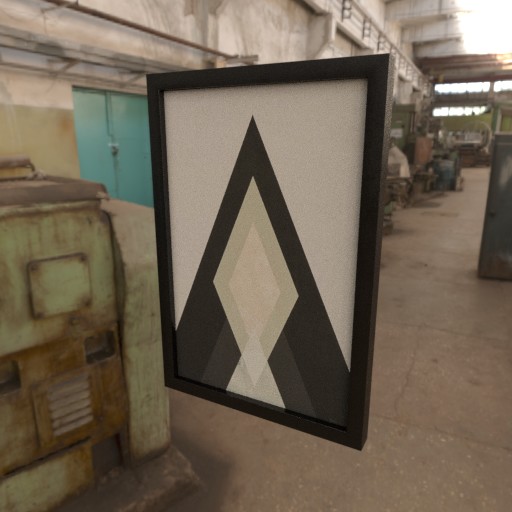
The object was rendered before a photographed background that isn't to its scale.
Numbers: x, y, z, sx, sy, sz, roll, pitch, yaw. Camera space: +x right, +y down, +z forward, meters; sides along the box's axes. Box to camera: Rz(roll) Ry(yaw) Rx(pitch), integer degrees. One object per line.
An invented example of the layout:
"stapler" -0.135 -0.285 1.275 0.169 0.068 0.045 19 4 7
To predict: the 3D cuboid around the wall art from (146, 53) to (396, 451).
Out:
"wall art" 0.000 0.000 0.576 0.313 0.457 0.031 8 17 28
